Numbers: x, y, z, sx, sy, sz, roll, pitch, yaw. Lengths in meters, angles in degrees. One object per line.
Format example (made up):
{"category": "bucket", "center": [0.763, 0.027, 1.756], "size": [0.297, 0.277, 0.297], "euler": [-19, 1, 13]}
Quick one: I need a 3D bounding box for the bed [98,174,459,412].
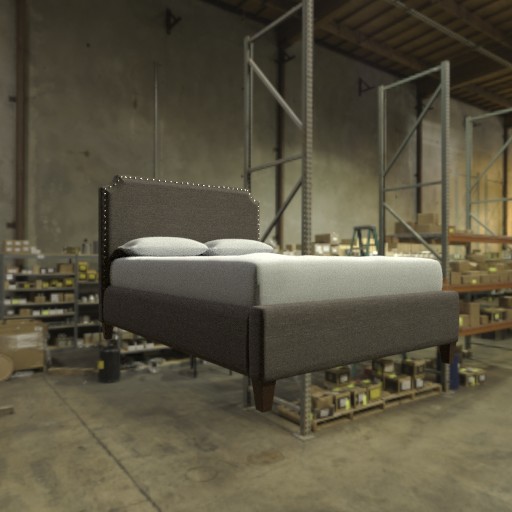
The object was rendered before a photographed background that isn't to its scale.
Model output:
{"category": "bed", "center": [0.000, 0.000, 3.457], "size": [1.713, 1.457, 2.381], "euler": [0, 0, -36]}
